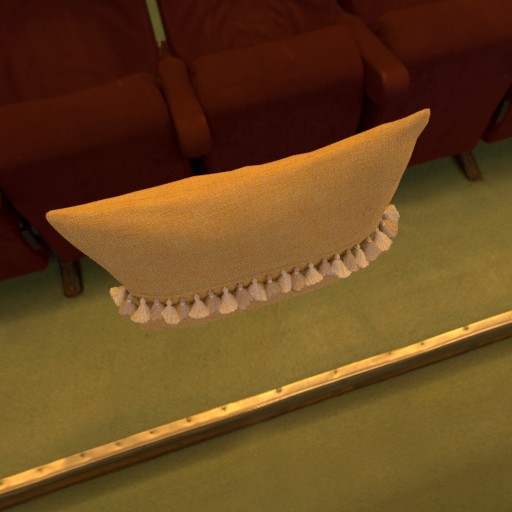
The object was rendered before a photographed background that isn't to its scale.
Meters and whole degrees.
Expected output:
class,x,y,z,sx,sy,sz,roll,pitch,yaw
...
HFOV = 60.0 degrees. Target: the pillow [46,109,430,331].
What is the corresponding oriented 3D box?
class,x,y,z,sx,sy,sz,roll,pitch,yaw
pillow,0.000,0.000,0.718,0.485,0.481,0.167,-17,67,-7
